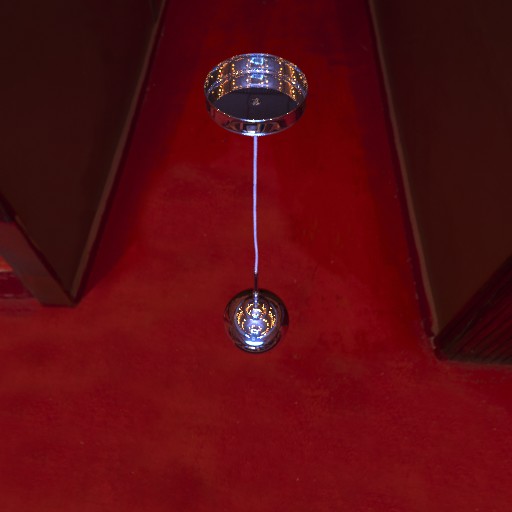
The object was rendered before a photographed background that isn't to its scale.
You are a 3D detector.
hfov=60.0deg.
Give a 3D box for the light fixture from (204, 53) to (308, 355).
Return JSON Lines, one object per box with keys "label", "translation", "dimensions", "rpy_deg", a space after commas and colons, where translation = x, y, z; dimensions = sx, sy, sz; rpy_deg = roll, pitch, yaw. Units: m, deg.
{"label": "light fixture", "translation": [0.000, 0.000, 1.709], "dimensions": [0.336, 1.538, 0.336], "rpy_deg": [1, 58, 0]}
